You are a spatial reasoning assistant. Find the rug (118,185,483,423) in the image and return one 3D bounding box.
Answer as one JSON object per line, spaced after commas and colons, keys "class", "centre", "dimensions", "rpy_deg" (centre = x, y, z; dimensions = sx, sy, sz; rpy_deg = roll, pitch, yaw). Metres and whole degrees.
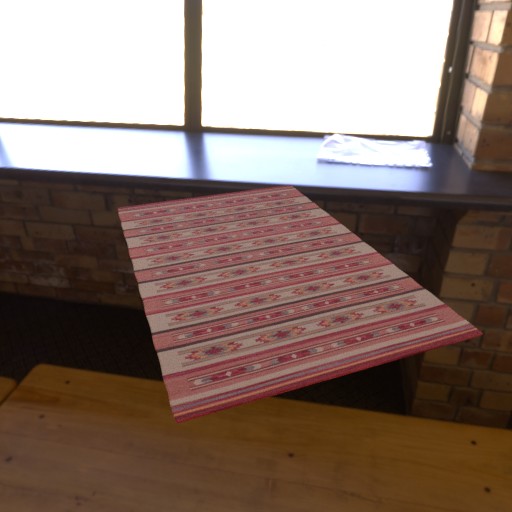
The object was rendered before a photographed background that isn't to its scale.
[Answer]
{"class": "rug", "centre": [0.000, 0.000, 2.292], "dimensions": [1.223, 0.008, 1.817], "rpy_deg": [-10, 31, -18]}
